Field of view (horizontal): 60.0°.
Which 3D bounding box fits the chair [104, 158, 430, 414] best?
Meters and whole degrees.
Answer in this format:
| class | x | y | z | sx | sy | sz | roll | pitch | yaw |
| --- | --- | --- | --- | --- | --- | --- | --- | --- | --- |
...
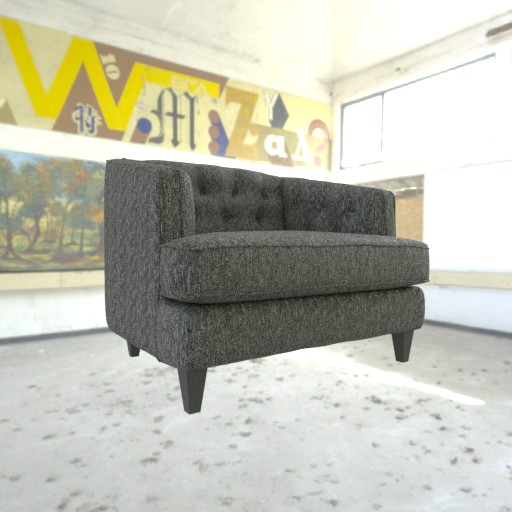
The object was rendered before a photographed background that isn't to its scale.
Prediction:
| class | x | y | z | sx | sy | sz | roll | pitch | yaw |
| --- | --- | --- | --- | --- | --- | --- | --- | --- | --- |
| chair | 0.000 | 0.000 | 1.802 | 1.104 | 0.852 | 0.941 | -1 | 2 | -35 |
